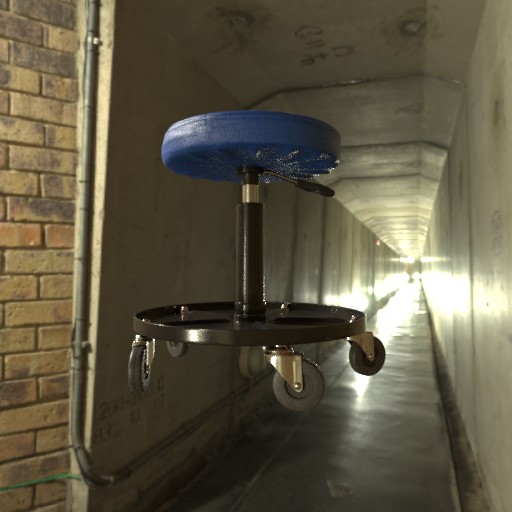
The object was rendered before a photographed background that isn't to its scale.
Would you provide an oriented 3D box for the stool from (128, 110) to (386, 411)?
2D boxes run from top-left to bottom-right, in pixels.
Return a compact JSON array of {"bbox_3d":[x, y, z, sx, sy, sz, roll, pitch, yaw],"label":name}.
[{"bbox_3d":[0.000,0.000,0.684,0.382,0.365,0.381,0,0,-18],"label":"stool"}]
